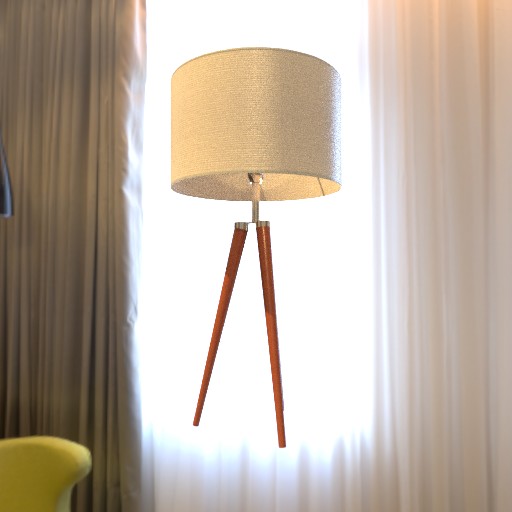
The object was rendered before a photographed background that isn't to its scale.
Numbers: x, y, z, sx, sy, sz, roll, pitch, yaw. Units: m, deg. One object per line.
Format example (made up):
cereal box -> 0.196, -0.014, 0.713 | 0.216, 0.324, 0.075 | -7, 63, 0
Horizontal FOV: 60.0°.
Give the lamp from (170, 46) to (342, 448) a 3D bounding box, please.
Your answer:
lamp -> 0.000, 0.000, 0.927 | 0.355, 0.709, 0.354 | 0, -1, -18
